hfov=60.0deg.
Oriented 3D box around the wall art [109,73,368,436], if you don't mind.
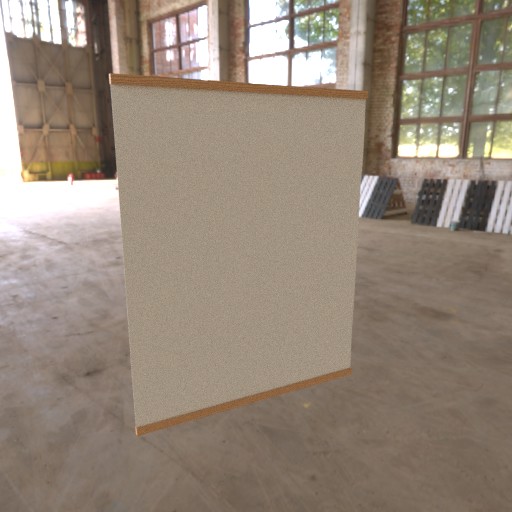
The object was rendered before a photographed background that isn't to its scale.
[{"bbox_3d":[0.000,0.000,0.695,0.404,0.507,0.010,-7,16,-26],"label":"wall art"}]
